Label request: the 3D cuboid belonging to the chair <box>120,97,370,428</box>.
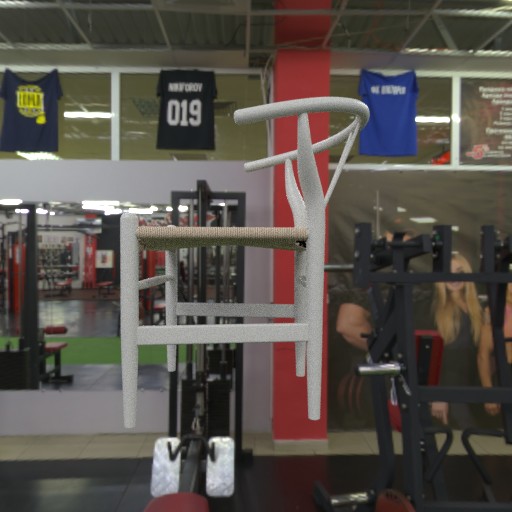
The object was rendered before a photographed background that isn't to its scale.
[{"bbox_3d":[0.000,0.000,1.174,0.579,0.730,0.569,0,1,1],"label":"chair"}]
